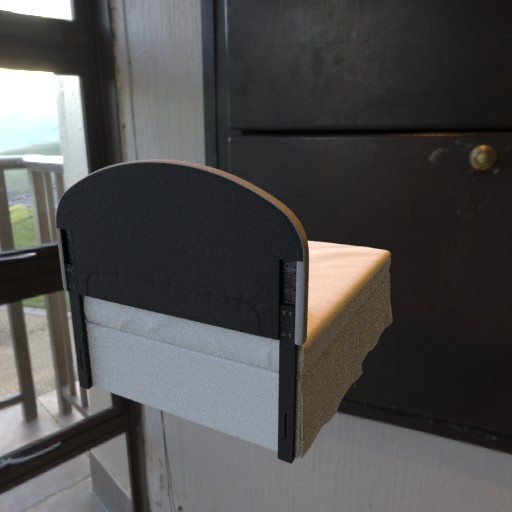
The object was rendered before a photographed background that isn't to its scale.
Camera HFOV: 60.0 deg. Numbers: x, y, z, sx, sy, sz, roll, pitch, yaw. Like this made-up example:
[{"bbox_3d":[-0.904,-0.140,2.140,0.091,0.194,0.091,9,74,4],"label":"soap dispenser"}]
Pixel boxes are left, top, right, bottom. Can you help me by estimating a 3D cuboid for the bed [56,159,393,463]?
[{"bbox_3d":[0.000,0.000,3.110,1.607,1.410,2.005,8,17,27],"label":"bed"}]
